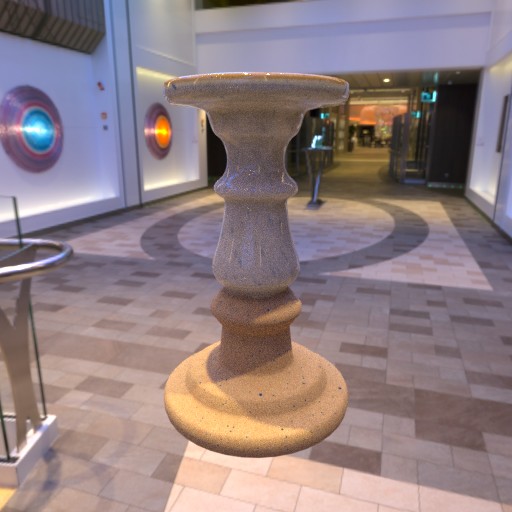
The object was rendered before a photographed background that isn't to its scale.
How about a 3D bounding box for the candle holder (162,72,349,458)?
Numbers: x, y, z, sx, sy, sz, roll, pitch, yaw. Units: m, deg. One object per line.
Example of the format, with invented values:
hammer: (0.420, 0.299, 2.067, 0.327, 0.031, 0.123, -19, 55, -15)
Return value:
candle holder: (0.000, 0.000, 0.277, 0.123, 0.202, 0.123, 0, 15, 0)
